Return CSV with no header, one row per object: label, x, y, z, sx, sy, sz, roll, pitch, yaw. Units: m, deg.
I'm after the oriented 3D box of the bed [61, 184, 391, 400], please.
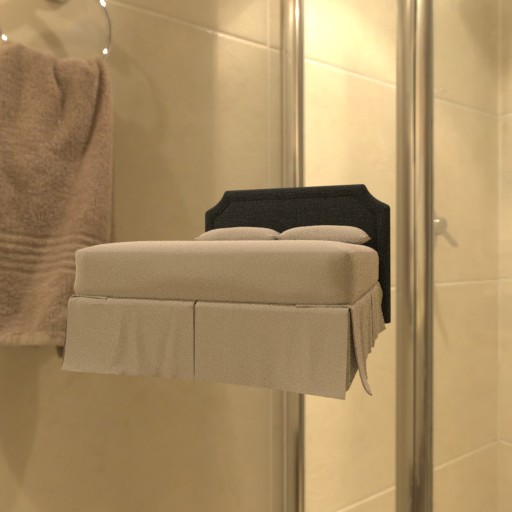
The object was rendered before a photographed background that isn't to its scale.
bed,0.000,0.000,3.276,1.828,1.297,2.208,0,0,19
